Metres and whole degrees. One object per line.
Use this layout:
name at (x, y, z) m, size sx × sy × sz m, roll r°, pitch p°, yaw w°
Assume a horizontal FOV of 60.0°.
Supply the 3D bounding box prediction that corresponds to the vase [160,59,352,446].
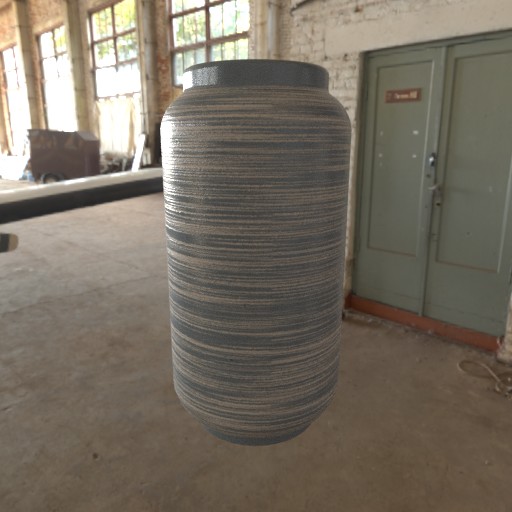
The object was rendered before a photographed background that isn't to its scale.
vase at (0.000, 0.000, 0.296) m, size 0.116 × 0.230 × 0.116 m, roll 0°, pitch 15°, yaw 0°
